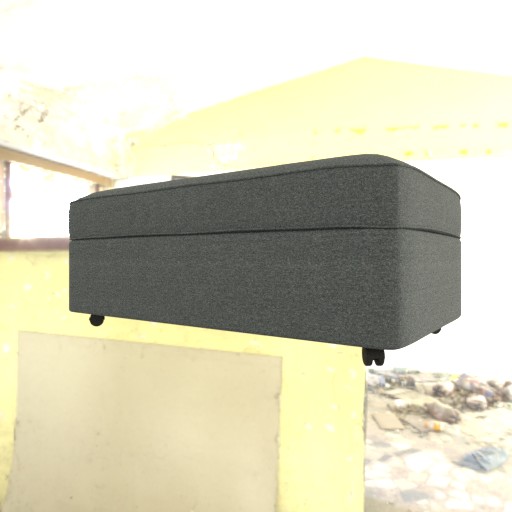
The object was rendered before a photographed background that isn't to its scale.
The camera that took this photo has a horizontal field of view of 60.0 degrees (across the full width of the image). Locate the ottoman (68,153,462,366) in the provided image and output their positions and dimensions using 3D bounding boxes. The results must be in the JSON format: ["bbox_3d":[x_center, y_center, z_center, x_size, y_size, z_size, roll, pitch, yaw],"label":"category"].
[{"bbox_3d":[0.000,0.000,1.491,1.173,0.494,0.681,0,0,35],"label":"ottoman"}]
